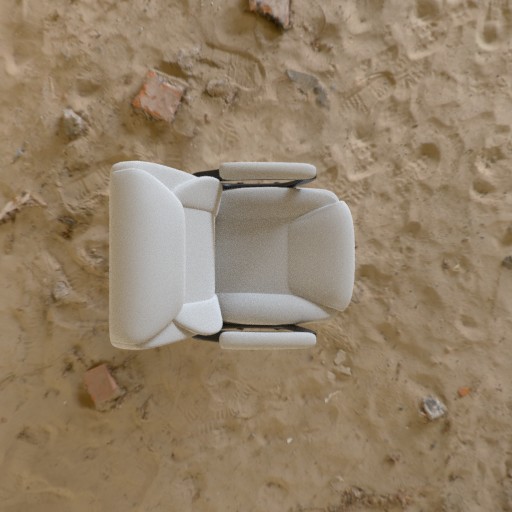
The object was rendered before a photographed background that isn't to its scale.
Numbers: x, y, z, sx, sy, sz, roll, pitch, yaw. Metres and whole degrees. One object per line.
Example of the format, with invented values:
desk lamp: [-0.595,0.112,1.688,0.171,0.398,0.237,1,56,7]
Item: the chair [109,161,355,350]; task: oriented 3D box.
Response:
chair: [0.000,0.000,1.474,0.669,1.065,0.663,0,90,-1]
